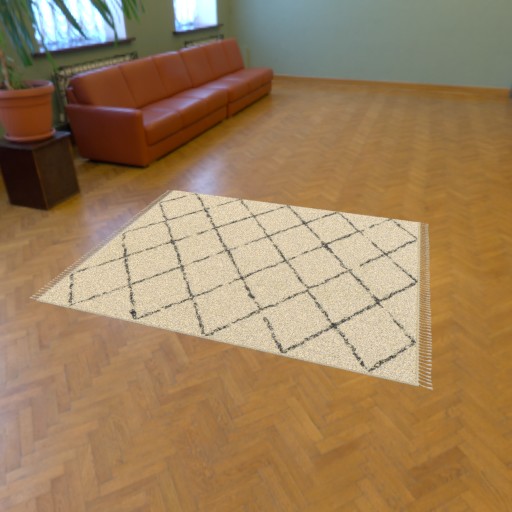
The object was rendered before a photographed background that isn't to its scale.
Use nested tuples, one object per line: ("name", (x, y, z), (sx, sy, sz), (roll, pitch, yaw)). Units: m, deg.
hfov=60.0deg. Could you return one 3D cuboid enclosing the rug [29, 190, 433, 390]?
("rug", (0.000, 0.000, 4.095), (3.051, 0.013, 2.380), (9, 32, 15))
